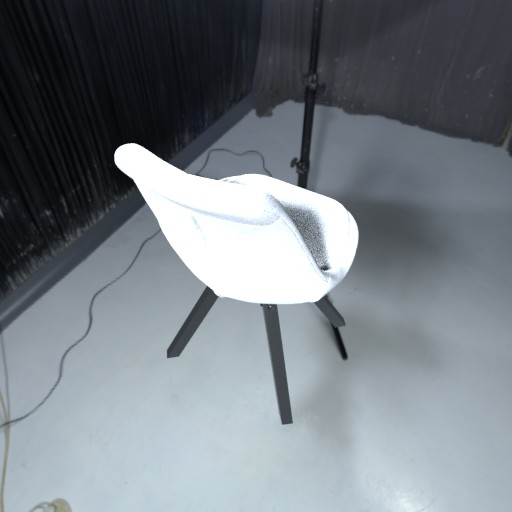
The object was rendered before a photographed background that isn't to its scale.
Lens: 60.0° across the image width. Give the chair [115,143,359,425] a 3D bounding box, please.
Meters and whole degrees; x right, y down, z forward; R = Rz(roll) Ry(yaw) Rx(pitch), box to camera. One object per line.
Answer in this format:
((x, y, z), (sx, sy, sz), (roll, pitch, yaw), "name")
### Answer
((0.000, 0.000, 1.163), (0.485, 0.850, 0.550), (23, 51, 20), "chair")
